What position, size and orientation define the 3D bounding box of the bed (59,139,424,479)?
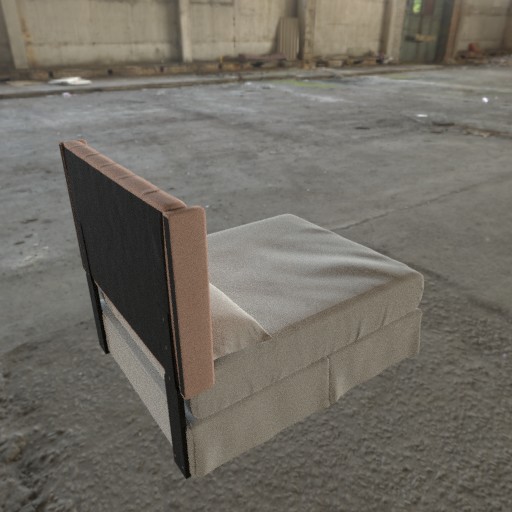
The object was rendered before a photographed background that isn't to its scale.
[{"bbox_3d":[0.000,0.000,3.264,2.066,1.665,1.719,-18,31,-31],"label":"bed"}]
